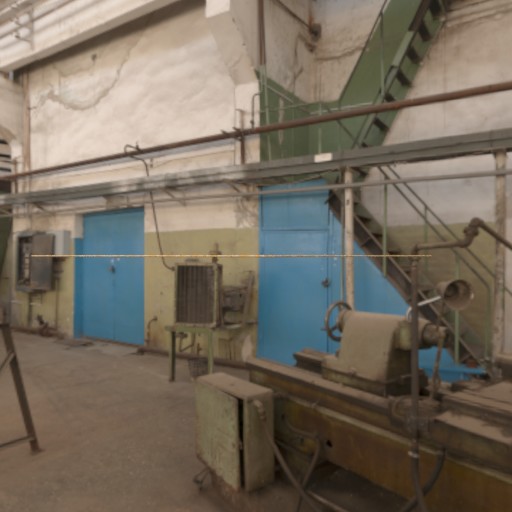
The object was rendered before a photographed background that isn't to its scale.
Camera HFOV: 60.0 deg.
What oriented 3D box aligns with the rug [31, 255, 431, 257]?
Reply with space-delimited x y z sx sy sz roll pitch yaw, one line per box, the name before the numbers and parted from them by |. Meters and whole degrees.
rug | 0.000 0.000 4.202 2.433 0.011 3.037 0 0 36
